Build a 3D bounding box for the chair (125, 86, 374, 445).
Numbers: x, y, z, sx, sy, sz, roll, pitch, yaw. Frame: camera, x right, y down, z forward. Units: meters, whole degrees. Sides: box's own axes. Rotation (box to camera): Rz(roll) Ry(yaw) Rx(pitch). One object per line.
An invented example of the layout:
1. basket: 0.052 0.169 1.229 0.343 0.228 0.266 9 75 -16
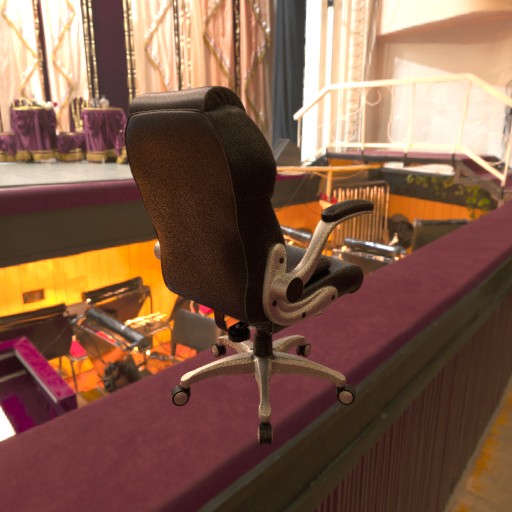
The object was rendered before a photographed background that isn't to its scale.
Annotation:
1. chair: 0.000 0.000 1.681 0.724 1.141 0.801 15 21 43
